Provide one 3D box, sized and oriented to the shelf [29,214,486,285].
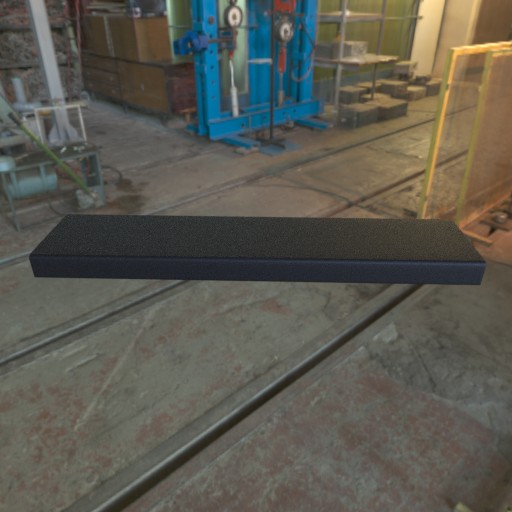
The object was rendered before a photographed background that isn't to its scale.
[{"bbox_3d":[0.000,0.000,0.495,0.456,0.053,0.102,1,31,2],"label":"shelf"}]
